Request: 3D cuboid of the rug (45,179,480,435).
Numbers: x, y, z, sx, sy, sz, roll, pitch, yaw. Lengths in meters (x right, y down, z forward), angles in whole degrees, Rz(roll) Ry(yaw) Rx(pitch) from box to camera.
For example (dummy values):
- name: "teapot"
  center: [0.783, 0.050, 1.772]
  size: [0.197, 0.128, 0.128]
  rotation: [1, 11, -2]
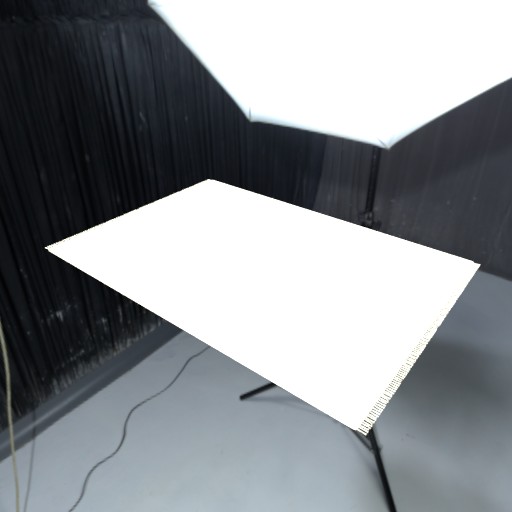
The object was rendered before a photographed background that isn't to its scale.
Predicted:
- name: "rug"
  center: [0.000, 0.000, 2.739]
  size: [2.233, 0.011, 1.514]
  rotation: [22, 38, 32]
